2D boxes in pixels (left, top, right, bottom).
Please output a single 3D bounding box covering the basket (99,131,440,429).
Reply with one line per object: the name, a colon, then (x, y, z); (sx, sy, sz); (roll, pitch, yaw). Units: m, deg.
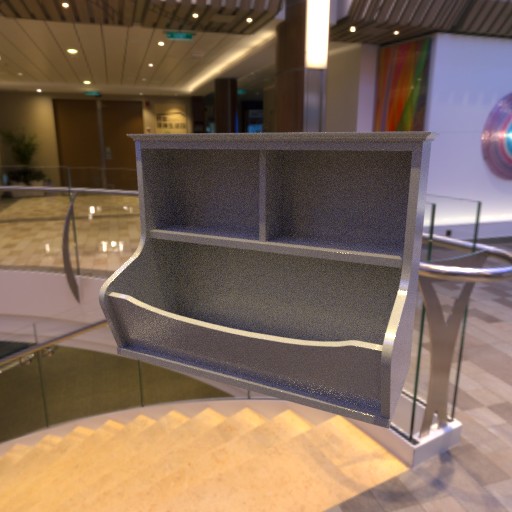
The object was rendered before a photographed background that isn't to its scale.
basket: (0.000, 0.000, 1.124); (0.780, 0.600, 0.350); (7, 16, 26)
